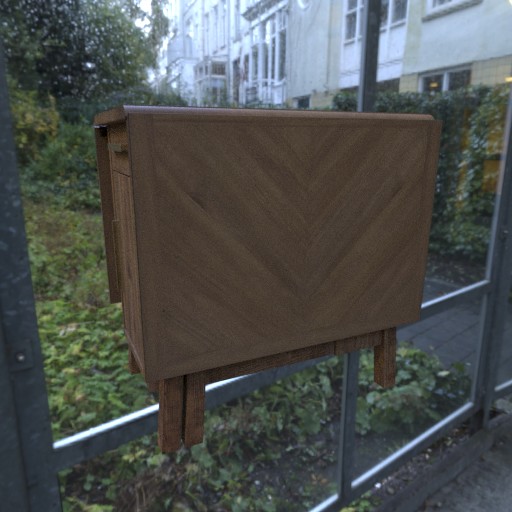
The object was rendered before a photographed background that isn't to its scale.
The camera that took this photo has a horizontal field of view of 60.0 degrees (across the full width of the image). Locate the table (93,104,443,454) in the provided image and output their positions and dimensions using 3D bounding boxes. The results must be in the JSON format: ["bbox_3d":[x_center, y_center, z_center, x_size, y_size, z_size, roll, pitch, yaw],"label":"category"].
[{"bbox_3d":[0.000,0.000,1.615,0.967,0.981,0.701,-7,16,-25],"label":"table"}]
